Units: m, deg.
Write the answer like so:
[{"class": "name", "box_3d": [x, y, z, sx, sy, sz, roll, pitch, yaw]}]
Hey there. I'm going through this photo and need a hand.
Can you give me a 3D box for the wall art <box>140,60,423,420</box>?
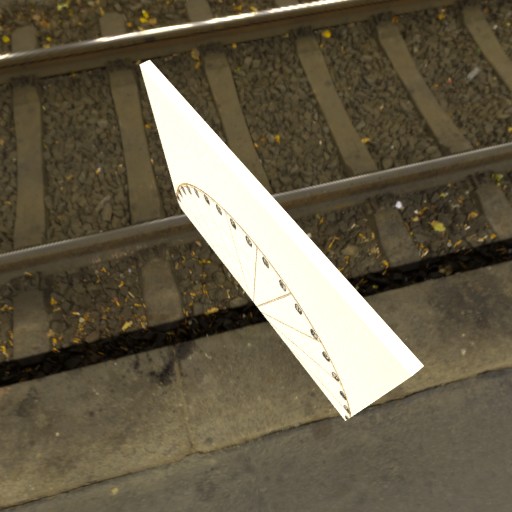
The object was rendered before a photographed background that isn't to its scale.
[{"class": "wall art", "box_3d": [0.000, 0.000, 1.472, 0.038, 0.767, 1.144, -33, 68, -15]}]
